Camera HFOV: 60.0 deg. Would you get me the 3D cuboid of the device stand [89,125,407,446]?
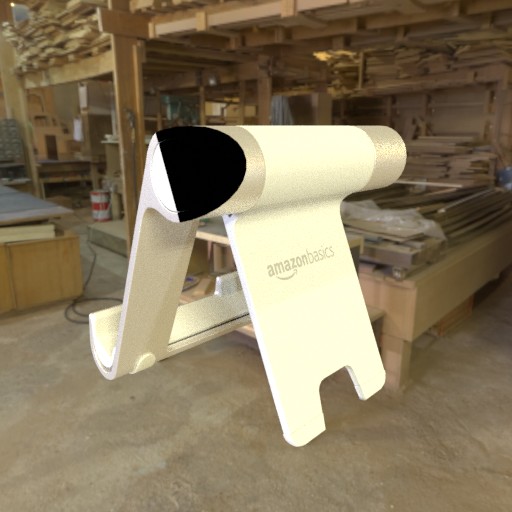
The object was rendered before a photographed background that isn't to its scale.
[{"bbox_3d":[0.000,0.000,0.148,0.086,0.084,0.079,-15,22,-42],"label":"device stand"}]
